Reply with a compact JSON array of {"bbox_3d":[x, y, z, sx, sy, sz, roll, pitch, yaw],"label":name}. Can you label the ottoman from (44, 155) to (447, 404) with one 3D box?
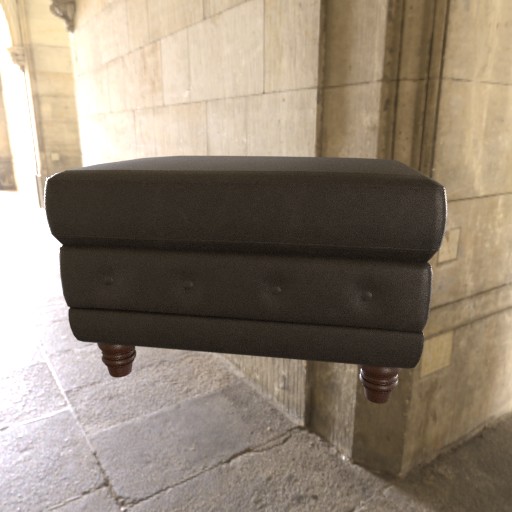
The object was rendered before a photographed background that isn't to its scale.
[{"bbox_3d":[0.000,0.000,1.161,0.795,0.498,0.590,3,16,10],"label":"ottoman"}]
